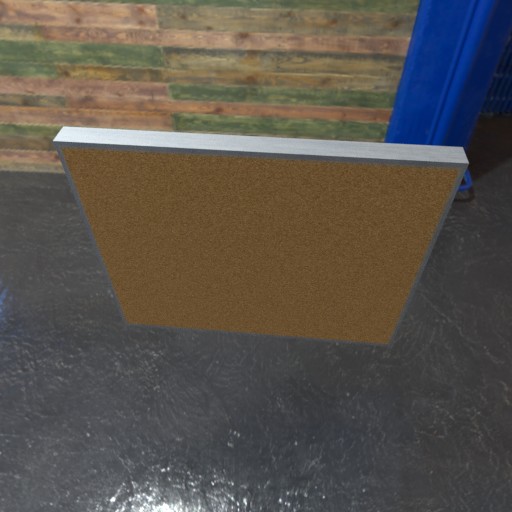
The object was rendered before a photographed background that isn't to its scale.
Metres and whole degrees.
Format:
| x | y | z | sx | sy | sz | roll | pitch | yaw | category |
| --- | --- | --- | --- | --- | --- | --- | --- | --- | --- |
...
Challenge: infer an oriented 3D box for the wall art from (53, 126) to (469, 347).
| x | y | z | sx | sy | sz | roll | pitch | yaw | category |
| --- | --- | --- | --- | --- | --- | --- | --- | --- | --- |
| 0.000 | 0.000 | 0.769 | 0.557 | 0.450 | 0.037 | 4 | 47 | 4 | wall art |
